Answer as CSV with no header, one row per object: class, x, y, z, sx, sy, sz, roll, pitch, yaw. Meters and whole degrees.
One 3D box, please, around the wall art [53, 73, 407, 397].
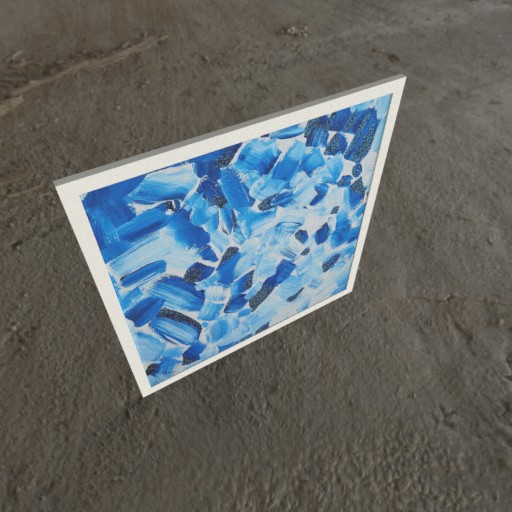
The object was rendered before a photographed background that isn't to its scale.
wall art,0.000,0.000,0.979,0.660,0.660,0.015,-23,51,-20
